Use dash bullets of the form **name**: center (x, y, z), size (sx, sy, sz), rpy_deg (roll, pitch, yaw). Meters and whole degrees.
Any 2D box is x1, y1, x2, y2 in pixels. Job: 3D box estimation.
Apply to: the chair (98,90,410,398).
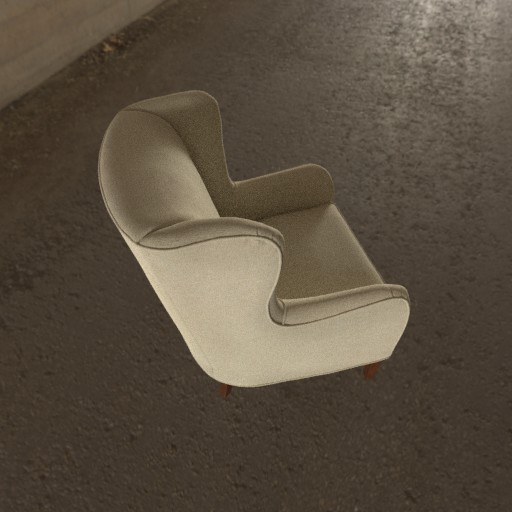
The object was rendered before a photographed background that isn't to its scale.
- **chair**: center (0.000, 0.000, 1.747), size (0.966, 1.040, 0.838), rpy_deg (-11, 47, -11)
